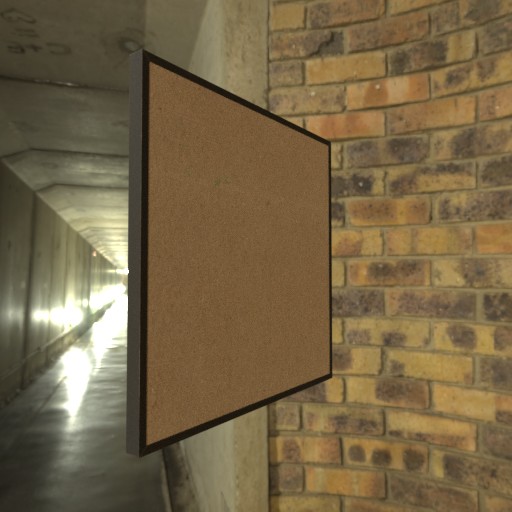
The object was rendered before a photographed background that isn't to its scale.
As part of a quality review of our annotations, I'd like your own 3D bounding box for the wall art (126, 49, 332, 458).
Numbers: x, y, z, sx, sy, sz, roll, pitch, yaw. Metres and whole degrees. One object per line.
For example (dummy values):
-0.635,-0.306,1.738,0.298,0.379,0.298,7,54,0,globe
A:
0.000,0.000,1.139,0.038,0.762,0.762,-1,-2,37,wall art
